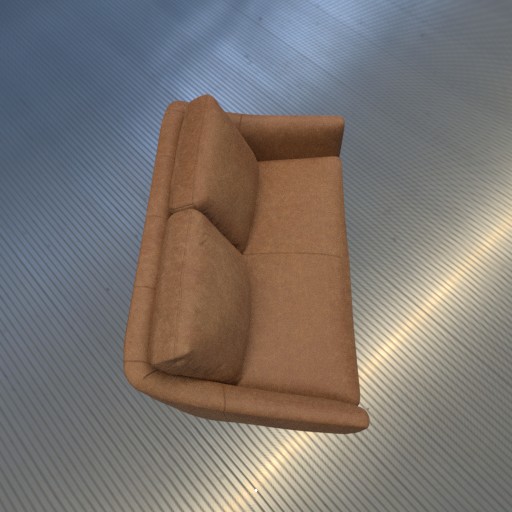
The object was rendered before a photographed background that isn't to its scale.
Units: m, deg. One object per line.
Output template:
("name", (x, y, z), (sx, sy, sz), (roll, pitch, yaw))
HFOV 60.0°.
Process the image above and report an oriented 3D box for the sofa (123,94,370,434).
("sofa", (0.000, 0.000, 2.202), (0.960, 0.902, 1.619), (1, 62, 1))
